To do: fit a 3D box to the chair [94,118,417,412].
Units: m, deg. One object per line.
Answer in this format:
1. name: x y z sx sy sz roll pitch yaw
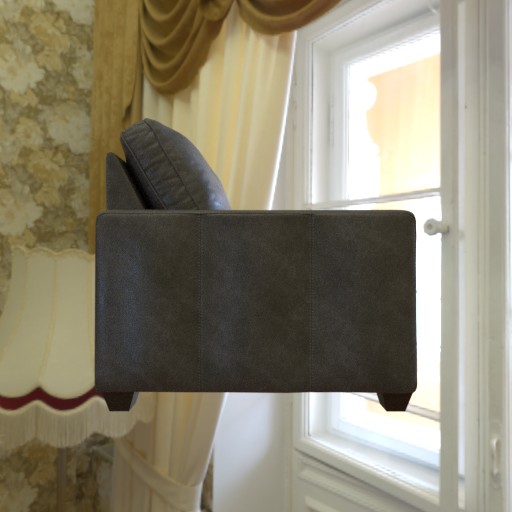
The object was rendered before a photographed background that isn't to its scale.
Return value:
1. chair: 0.000 0.000 1.759 0.939 0.916 1.006 0 -1 0
